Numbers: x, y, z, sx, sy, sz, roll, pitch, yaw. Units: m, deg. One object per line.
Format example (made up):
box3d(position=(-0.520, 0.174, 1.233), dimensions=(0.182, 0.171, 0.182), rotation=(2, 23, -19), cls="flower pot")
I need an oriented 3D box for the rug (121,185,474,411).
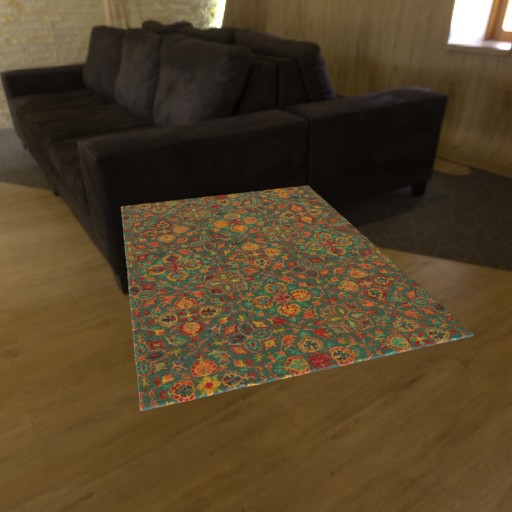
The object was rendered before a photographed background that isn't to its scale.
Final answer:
box3d(position=(0.000, 0.000, 4.320), dimensions=(2.434, 0.025, 3.204), rotation=(-9, 31, -14), cls="rug")
